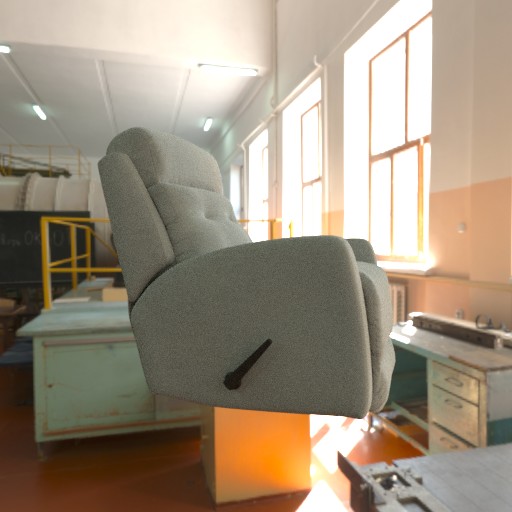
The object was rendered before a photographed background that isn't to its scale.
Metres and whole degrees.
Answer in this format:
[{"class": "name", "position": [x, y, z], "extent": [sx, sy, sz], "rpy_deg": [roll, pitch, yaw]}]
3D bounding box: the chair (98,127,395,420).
[{"class": "chair", "position": [0.000, 0.000, 1.750], "extent": [1.043, 1.013, 0.798], "rpy_deg": [1, 2, 20]}]
